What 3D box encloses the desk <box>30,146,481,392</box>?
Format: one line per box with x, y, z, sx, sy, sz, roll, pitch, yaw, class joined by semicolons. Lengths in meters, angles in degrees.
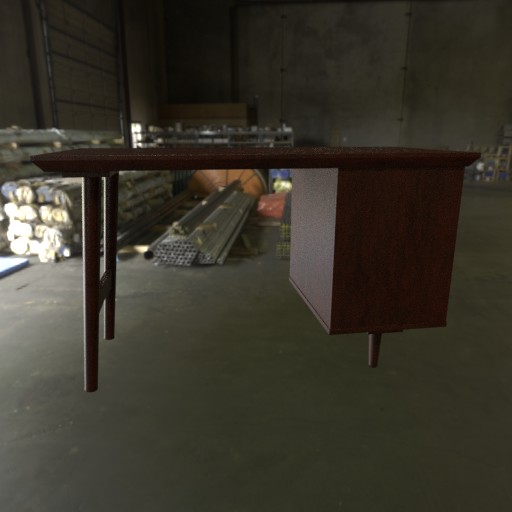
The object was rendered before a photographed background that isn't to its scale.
0.000;0.000;1.629;1.277;0.758;0.612;-2;16;-9;desk
